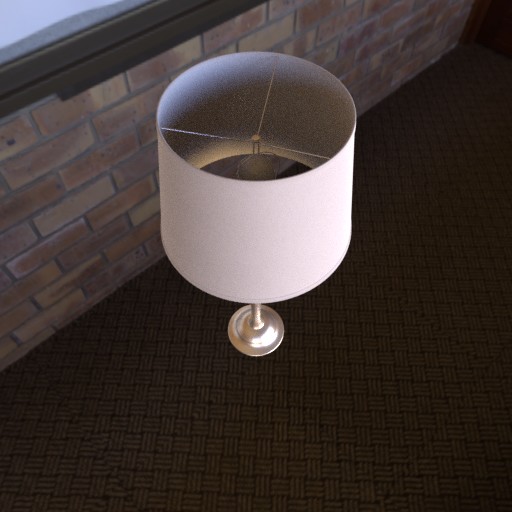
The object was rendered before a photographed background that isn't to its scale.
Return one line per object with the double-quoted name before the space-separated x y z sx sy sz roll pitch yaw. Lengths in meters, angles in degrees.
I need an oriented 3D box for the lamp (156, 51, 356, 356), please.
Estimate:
"lamp" 0.000 0.000 0.872 0.331 0.698 0.331 0 56 0
